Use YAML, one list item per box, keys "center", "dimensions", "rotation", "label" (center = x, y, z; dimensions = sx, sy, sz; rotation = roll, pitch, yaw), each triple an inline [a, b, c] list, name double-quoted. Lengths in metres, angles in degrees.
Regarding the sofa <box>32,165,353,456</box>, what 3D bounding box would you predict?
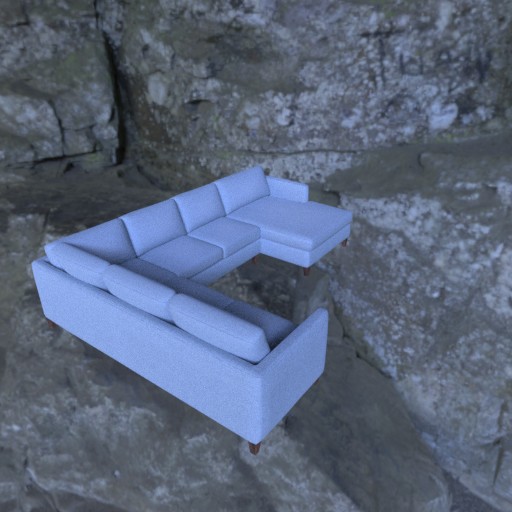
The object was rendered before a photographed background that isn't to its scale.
- center: [0.000, 0.000, 4.590]
  dimensions: [2.551, 0.889, 3.403]
  rotation: [18, 32, 32]
  label: "sofa"
